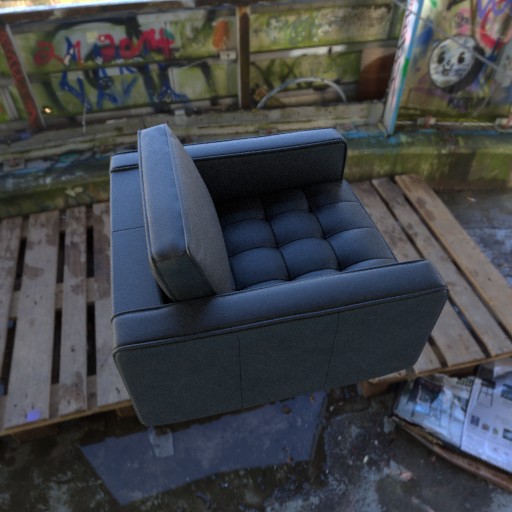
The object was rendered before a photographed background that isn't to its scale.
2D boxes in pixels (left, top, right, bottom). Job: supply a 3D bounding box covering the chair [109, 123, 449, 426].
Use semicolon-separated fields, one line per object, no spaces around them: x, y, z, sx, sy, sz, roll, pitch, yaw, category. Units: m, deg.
0.000;0.000;1.547;0.914;0.763;0.889;-10;46;-9;chair
